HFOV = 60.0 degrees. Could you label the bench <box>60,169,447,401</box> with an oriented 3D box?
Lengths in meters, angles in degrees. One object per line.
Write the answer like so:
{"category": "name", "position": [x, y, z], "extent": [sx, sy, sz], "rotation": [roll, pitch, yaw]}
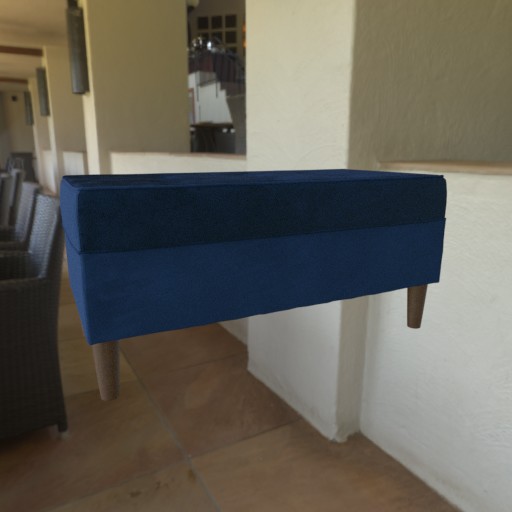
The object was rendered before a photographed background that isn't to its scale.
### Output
{"category": "bench", "position": [0.000, 0.000, 1.297], "extent": [1.010, 0.467, 0.489], "rotation": [-7, 15, -26]}
